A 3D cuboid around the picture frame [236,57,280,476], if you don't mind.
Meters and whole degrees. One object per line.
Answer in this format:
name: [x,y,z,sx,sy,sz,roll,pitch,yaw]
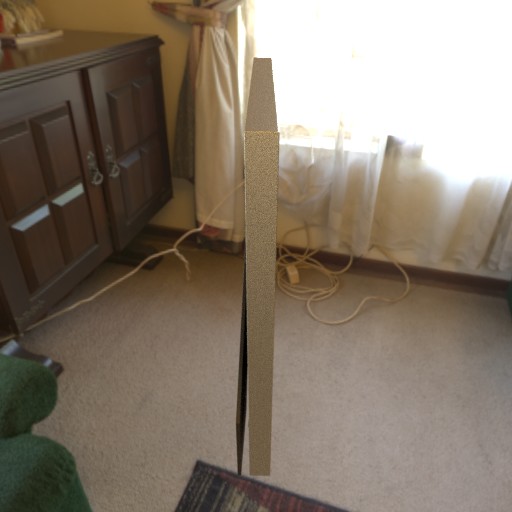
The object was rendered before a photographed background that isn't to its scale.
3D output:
picture frame: [0.000,0.000,0.521,0.036,0.386,0.307,0,32,1]
